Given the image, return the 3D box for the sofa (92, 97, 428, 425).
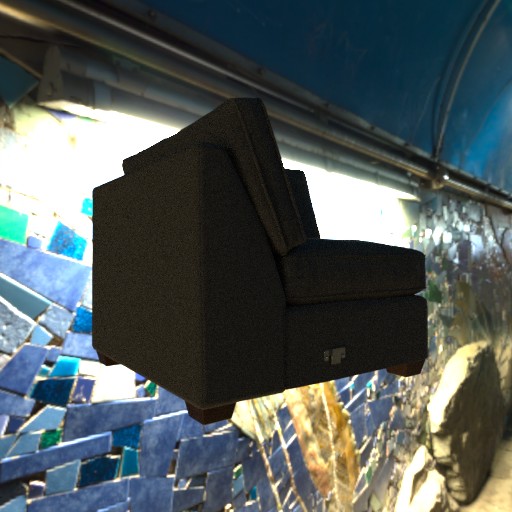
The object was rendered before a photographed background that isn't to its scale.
[{"bbox_3d":[0.000,0.000,1.984,1.146,1.002,1.084,0,0,-36],"label":"sofa"}]
